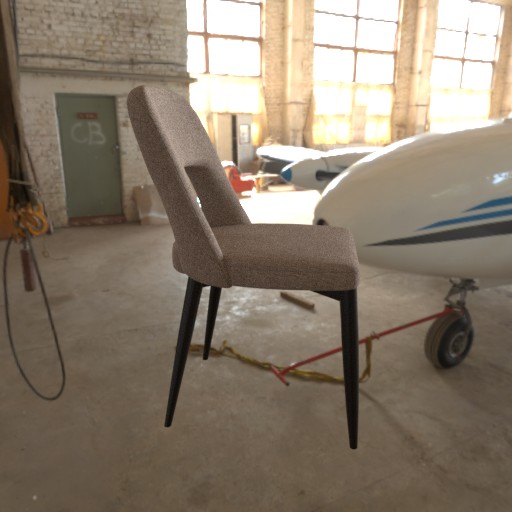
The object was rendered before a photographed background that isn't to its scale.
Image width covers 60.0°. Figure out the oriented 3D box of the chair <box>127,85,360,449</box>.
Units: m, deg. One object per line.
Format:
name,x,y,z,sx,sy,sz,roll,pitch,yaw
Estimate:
chair,0.000,0.000,1.293,0.612,0.931,0.470,3,16,9
